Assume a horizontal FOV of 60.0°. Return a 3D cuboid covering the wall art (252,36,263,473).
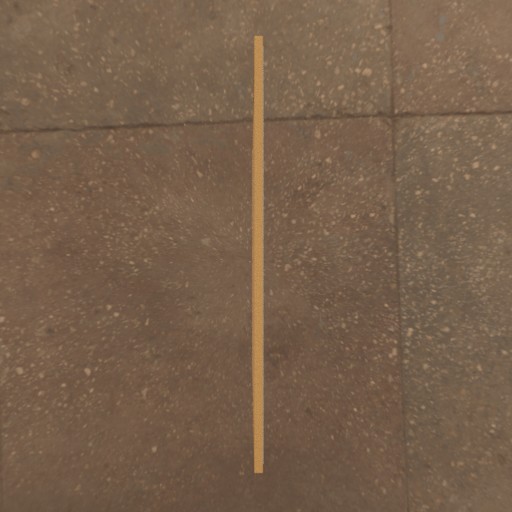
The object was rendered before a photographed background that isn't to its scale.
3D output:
[{"bbox_3d":[0.000,0.000,0.994,0.014,0.655,0.657,0,89,-1],"label":"wall art"}]
